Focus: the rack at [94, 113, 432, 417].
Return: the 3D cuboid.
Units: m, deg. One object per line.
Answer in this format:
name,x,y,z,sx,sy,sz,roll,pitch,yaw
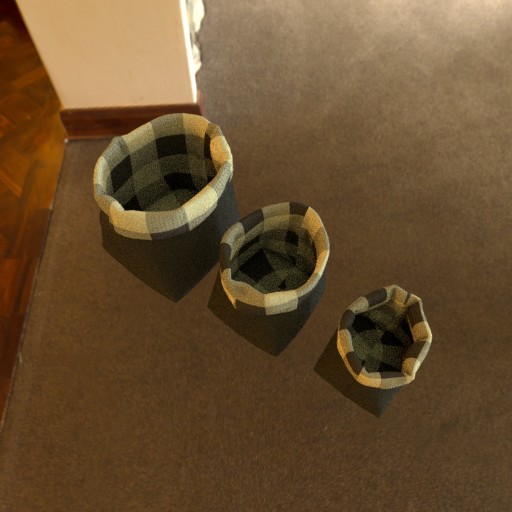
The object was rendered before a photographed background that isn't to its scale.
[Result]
rack,0.000,0.000,1.091,0.889,0.329,0.370,32,63,18
